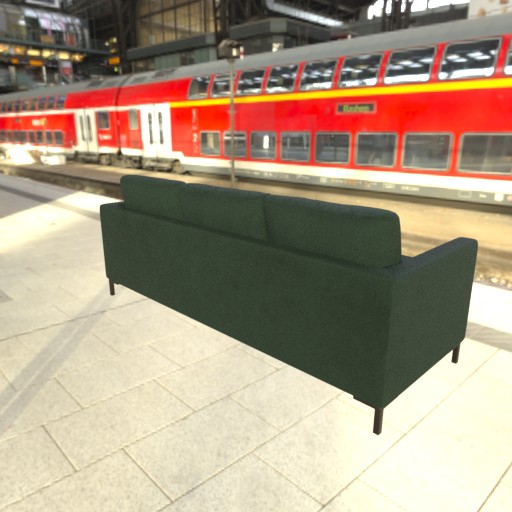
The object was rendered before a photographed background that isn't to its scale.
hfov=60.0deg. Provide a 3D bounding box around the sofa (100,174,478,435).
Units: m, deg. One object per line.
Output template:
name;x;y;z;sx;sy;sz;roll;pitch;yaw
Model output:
sofa;0.000;0.000;2.650;2.218;0.870;0.859;15;22;43
